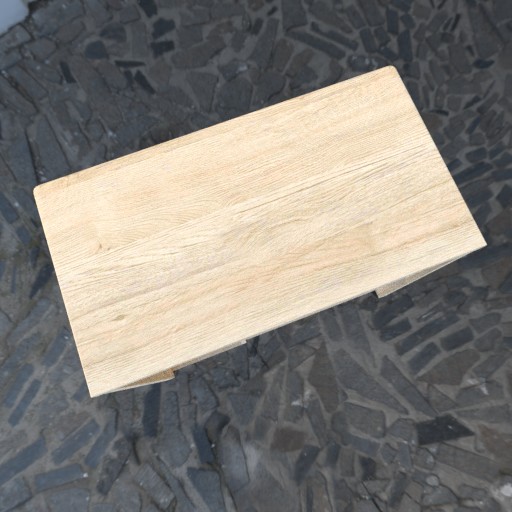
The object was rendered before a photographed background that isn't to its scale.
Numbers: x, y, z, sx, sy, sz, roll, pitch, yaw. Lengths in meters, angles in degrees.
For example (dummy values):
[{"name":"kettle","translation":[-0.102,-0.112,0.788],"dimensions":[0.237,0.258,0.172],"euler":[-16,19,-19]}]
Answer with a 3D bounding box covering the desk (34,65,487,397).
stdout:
[{"name":"desk","translation":[0.000,0.000,1.345],"dimensions":[0.885,0.770,0.480],"euler":[-20,77,-5]}]
